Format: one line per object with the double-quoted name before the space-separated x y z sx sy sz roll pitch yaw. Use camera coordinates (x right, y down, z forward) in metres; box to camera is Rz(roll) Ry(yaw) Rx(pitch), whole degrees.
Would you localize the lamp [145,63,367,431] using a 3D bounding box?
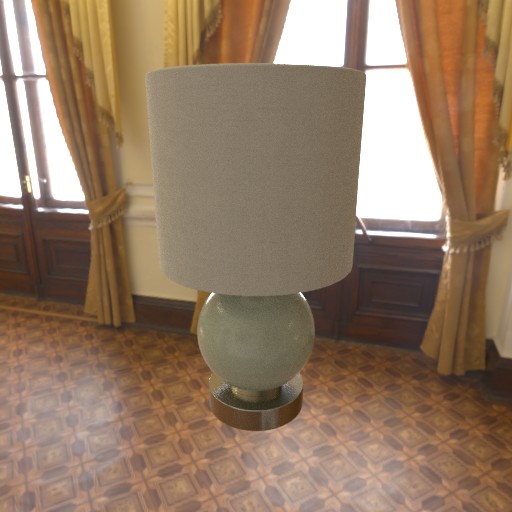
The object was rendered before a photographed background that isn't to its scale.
"lamp" 0.000 0.000 0.465 0.201 0.353 0.201 10 20 28
